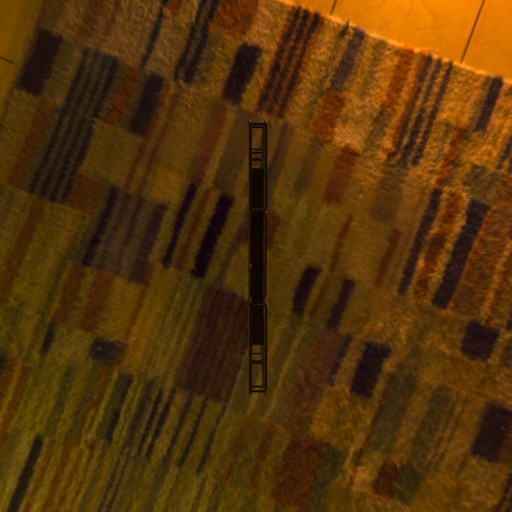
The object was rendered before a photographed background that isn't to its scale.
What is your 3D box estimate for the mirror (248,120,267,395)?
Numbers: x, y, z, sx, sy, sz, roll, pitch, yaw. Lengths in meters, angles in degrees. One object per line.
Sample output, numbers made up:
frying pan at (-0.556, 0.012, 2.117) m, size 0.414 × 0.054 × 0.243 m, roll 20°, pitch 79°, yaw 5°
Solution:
mirror at (0.000, 0.000, 1.388) m, size 0.037 × 1.192 × 0.565 m, roll 0°, pitch 90°, yaw 0°
